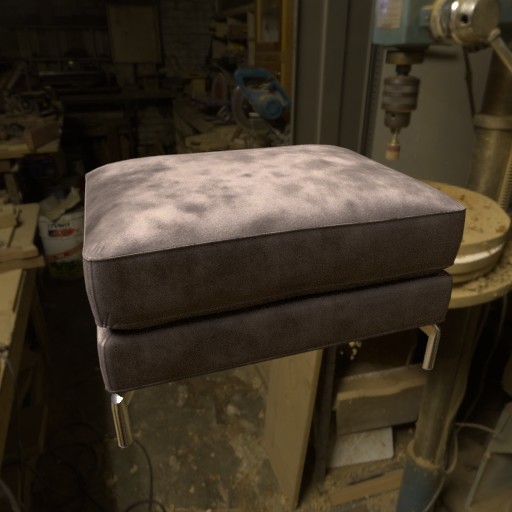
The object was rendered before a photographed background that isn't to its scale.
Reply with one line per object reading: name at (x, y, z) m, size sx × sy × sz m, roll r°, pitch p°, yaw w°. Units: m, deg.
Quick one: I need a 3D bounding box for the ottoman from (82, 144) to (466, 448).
ottoman at (0.000, 0.000, 1.041) m, size 0.719 × 0.456 × 0.520 m, roll -8°, pitch 28°, yaw -16°
